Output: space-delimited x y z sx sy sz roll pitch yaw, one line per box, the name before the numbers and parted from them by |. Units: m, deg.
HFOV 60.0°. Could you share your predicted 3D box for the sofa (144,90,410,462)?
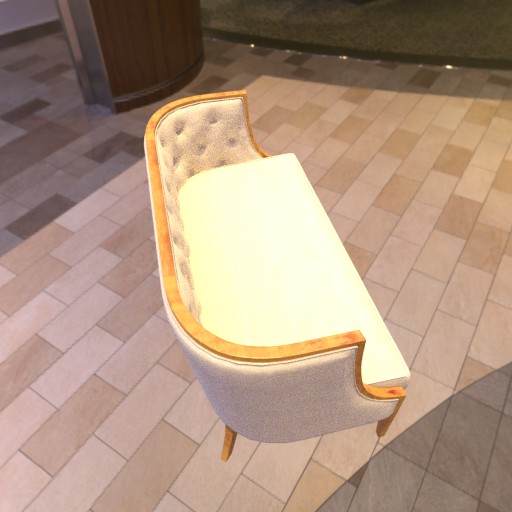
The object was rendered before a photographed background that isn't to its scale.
sofa | 0.000 0.000 1.900 0.770 0.775 1.474 -10 47 -9
